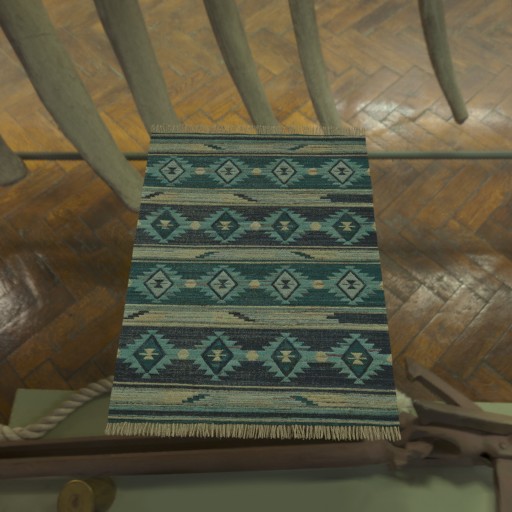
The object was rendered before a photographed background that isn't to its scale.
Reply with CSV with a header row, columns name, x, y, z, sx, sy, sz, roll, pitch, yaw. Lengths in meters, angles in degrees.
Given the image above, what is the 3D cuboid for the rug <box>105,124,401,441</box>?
name,x,y,z,sx,sy,sz,roll,pitch,yaw
rug,0.000,0.000,4.304,2.418,0.047,3.307,1,64,0
